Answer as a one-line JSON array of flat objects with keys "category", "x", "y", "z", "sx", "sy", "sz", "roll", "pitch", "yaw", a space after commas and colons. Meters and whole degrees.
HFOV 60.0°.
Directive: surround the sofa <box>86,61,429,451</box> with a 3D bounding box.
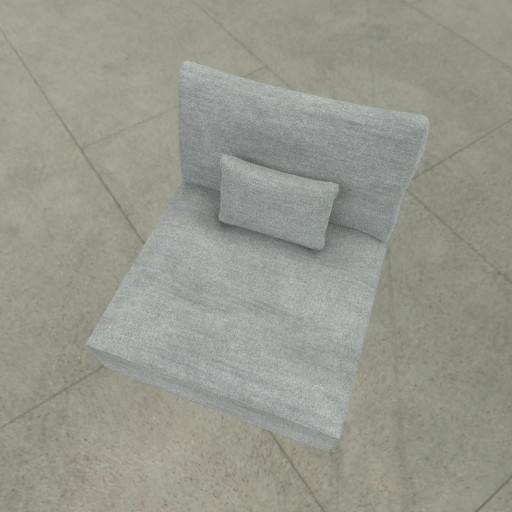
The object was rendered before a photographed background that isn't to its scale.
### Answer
[{"category": "sofa", "x": 0.000, "y": 0.000, "z": 1.651, "sx": 0.930, "sy": 0.820, "sz": 1.000, "roll": 17, "pitch": 60, "yaw": 10}]
